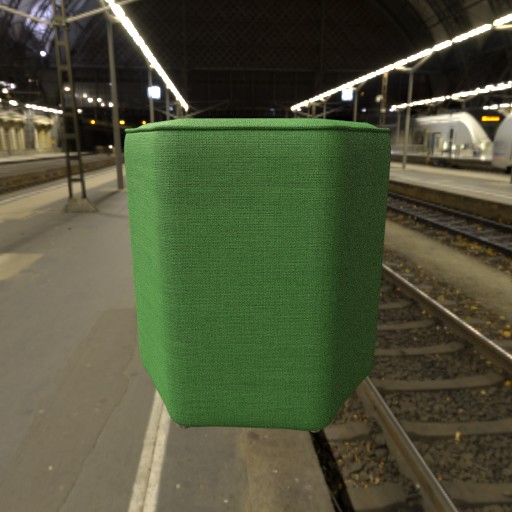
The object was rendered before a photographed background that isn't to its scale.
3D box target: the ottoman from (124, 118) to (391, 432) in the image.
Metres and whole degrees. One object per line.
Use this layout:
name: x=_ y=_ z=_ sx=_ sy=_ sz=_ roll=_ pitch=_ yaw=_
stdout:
ottoman: x=0.000 y=0.000 z=0.881 sx=0.444 sy=0.507 sz=0.499 roll=-7 pitch=16 yaw=-26
